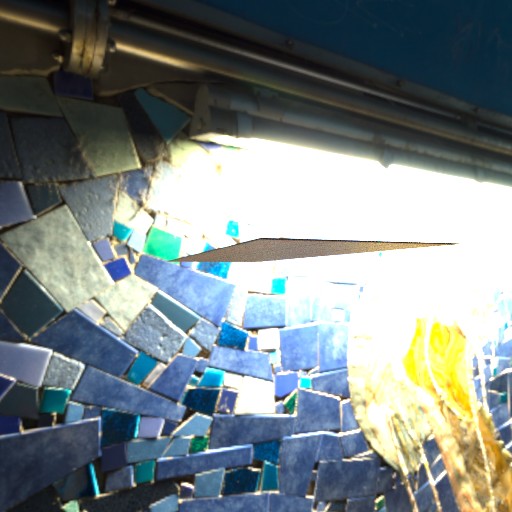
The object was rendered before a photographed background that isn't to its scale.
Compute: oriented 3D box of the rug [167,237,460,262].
[{"bbox_3d":[0.000,0.000,2.648,0.762,0.008,2.439,1,-3,-18],"label":"rug"}]
